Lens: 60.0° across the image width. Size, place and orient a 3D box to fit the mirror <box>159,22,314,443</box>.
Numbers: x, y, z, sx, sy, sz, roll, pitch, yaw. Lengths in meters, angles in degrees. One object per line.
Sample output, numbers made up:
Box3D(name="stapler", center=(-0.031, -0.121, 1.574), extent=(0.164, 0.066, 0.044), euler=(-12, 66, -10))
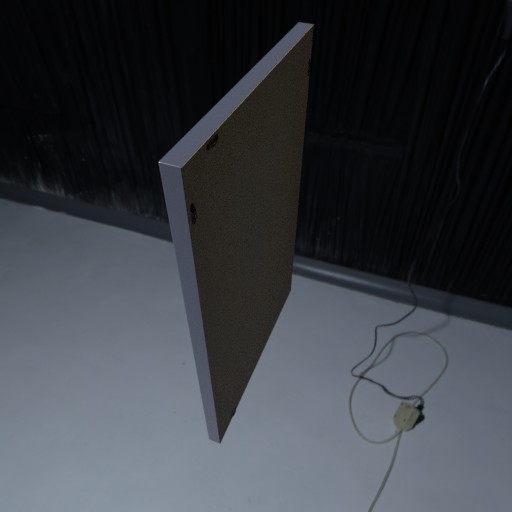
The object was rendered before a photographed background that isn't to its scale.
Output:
Box3D(name="mirror", center=(0.000, 0.000, 1.121), extent=(0.040, 0.915, 0.609), euler=(16, 47, 15))
